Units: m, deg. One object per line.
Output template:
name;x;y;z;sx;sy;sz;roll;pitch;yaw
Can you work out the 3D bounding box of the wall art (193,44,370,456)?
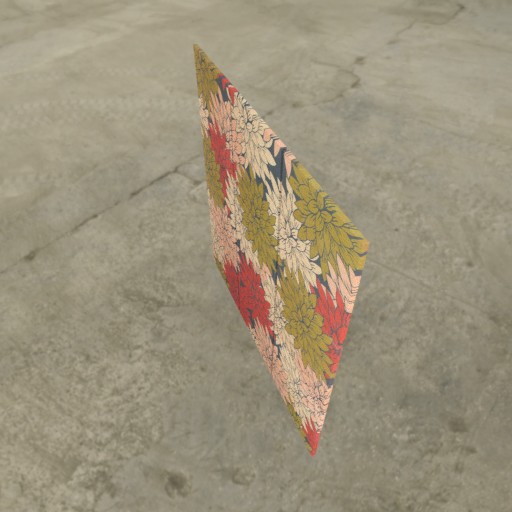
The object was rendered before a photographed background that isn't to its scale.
wall art;0.000;0.000;1.328;0.013;0.913;0.904;-17;48;-16
